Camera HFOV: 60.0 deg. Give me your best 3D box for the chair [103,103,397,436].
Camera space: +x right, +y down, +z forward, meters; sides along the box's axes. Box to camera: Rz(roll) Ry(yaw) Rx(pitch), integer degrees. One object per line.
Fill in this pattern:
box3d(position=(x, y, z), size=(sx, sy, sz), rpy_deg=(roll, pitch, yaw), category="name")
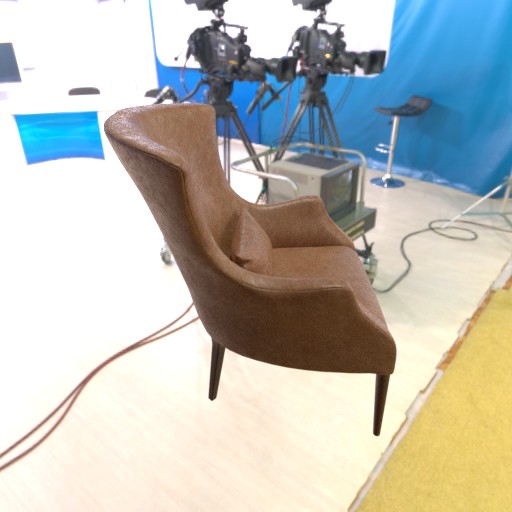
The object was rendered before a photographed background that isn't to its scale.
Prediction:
box3d(position=(0.000, 0.000, 1.711), size=(0.955, 1.067, 0.846), rpy_deg=(0, 28, 0), category="chair")
